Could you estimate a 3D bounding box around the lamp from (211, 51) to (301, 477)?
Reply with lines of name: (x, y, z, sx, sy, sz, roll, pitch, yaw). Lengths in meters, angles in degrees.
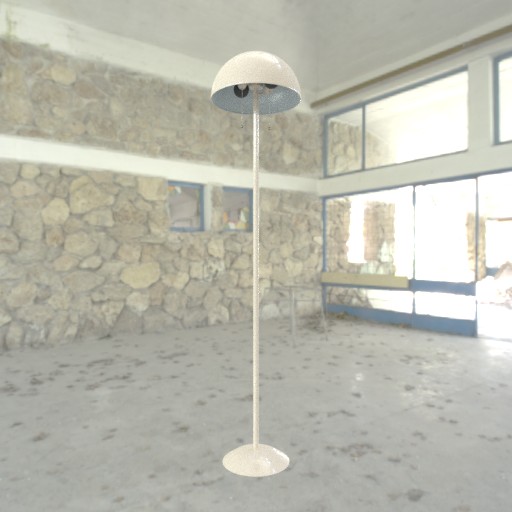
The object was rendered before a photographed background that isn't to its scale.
lamp: (0.000, 0.000, 1.610, 0.328, 1.480, 0.328, 0, -1, -36)
